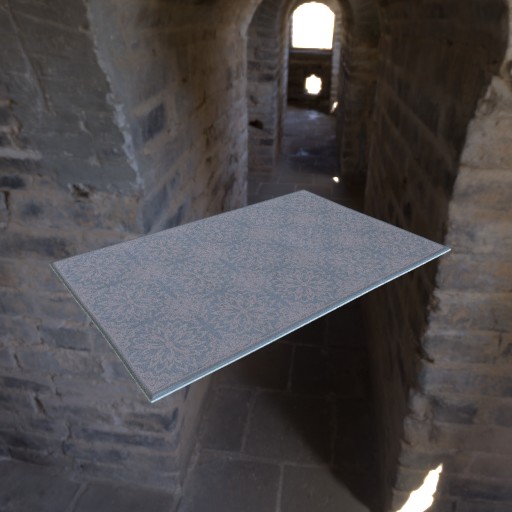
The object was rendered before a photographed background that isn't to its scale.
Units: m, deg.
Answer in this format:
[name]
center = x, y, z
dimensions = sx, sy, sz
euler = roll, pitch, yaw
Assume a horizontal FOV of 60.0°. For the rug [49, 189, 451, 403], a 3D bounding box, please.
[rug]
center = 0.000, 0.000, 3.617
dimensions = 2.746, 0.018, 1.819
euler = -20, 35, -32
